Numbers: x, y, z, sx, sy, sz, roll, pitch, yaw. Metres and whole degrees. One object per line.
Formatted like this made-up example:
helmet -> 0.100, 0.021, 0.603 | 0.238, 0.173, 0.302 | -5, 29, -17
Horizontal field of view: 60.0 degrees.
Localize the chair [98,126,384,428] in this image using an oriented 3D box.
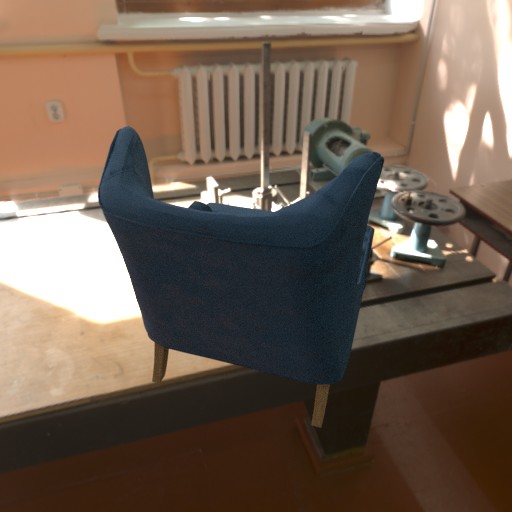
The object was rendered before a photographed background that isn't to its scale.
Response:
chair -> 0.000, 0.000, 1.613 | 0.793, 0.952, 0.910 | 10, 34, 15
